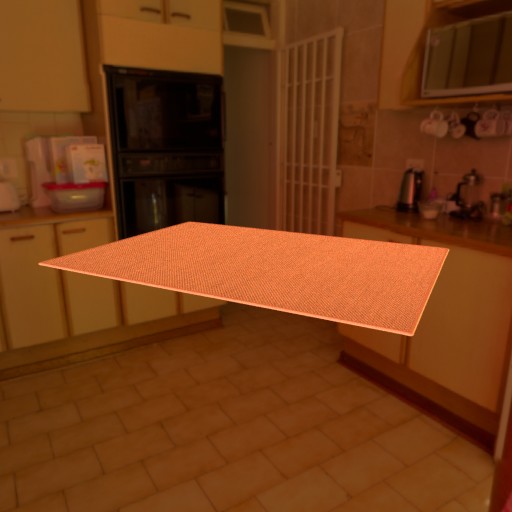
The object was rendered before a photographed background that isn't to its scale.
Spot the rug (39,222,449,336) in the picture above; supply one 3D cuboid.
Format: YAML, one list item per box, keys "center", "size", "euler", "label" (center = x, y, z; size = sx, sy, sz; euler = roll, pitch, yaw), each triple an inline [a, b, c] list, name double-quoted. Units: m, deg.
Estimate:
- center: [0.000, 0.000, 2.800]
  size: [2.134, 0.013, 1.524]
  euler: [8, 17, 27]
  label: "rug"
